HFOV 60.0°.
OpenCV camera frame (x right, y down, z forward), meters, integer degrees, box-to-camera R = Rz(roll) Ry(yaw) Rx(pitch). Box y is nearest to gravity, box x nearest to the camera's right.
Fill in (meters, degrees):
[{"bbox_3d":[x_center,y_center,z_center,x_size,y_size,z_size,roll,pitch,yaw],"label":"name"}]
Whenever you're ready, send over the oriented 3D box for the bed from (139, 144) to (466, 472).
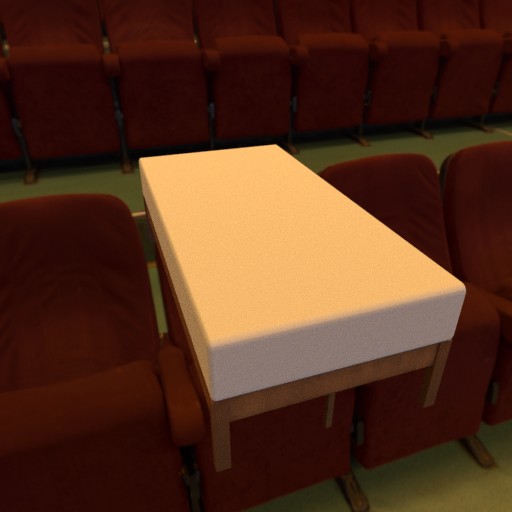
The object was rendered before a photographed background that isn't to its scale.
[{"bbox_3d":[0.000,0.000,2.377,0.961,0.616,1.902,-10,32,-16],"label":"bed"}]
